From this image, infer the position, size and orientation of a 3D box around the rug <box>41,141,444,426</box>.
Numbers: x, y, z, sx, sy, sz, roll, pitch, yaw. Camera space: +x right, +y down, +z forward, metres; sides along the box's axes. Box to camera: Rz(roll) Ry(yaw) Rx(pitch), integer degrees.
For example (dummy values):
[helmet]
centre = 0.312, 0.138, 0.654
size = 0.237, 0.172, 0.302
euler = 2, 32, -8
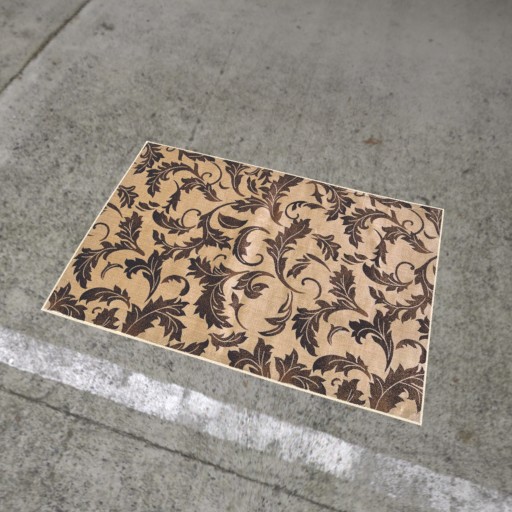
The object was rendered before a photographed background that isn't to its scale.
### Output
[rug]
centre = 0.000, 0.000, 2.890
size = 2.284, 0.008, 1.522
euler = 15, 59, 9
